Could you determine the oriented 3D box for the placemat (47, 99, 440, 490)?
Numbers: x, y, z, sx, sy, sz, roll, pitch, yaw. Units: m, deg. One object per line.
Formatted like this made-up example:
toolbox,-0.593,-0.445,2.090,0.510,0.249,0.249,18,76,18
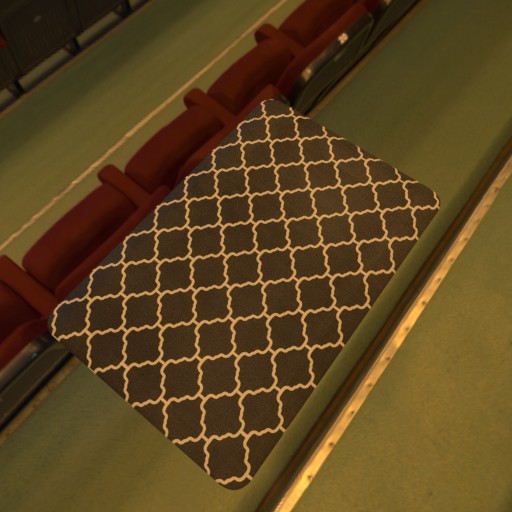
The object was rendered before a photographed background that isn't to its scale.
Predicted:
placemat,0.000,0.000,0.942,0.508,0.021,0.762,35,70,15
